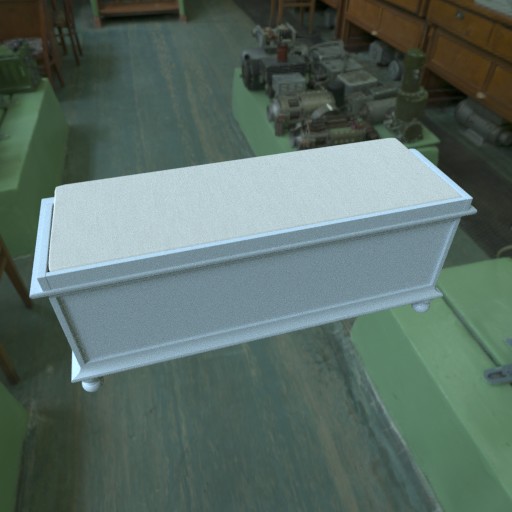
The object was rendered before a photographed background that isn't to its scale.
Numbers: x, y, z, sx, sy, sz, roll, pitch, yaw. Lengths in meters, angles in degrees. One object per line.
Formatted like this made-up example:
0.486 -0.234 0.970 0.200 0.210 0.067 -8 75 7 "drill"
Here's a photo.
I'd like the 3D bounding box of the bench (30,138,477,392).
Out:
0.000 0.000 1.400 1.185 0.486 0.402 -11 43 -12 "bench"
